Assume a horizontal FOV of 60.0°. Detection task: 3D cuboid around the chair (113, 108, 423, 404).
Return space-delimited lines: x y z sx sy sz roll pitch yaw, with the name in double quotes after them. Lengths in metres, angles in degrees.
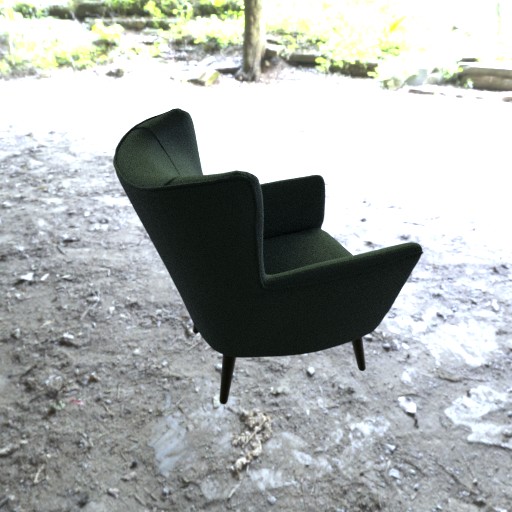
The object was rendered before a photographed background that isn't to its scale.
0.000 0.000 1.631 0.888 0.933 0.781 -11 32 -17 "chair"
